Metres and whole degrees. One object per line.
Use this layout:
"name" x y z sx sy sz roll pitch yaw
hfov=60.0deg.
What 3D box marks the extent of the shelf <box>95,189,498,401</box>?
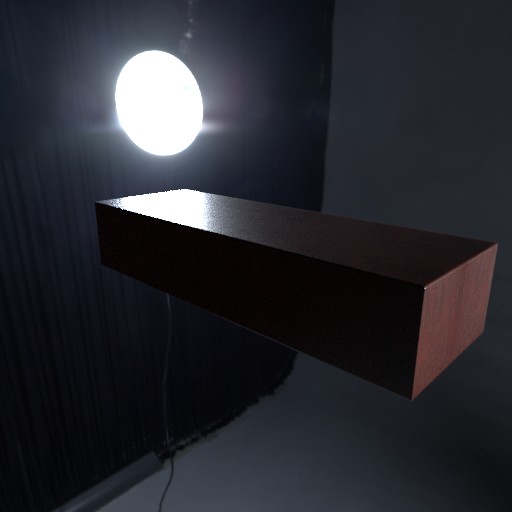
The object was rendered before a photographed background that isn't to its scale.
"shelf" 0.000 0.000 0.510 0.457 0.088 0.152 16 23 42
